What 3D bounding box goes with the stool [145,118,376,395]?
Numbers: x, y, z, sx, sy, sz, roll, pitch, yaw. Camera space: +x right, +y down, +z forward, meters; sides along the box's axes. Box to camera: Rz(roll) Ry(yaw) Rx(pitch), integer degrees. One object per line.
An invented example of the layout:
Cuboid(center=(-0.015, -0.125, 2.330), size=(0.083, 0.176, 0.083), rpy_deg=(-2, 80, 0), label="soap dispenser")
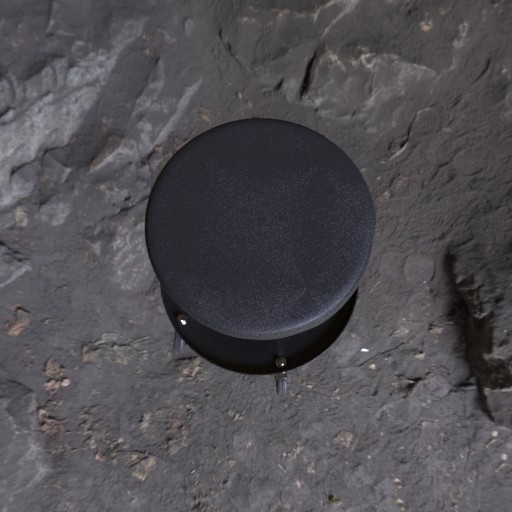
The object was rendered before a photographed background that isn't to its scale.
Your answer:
Cuboid(center=(0.000, 0.000, 0.691), size=(0.382, 0.365, 0.381), rpy_deg=(17, 76, 5), label="stool")
